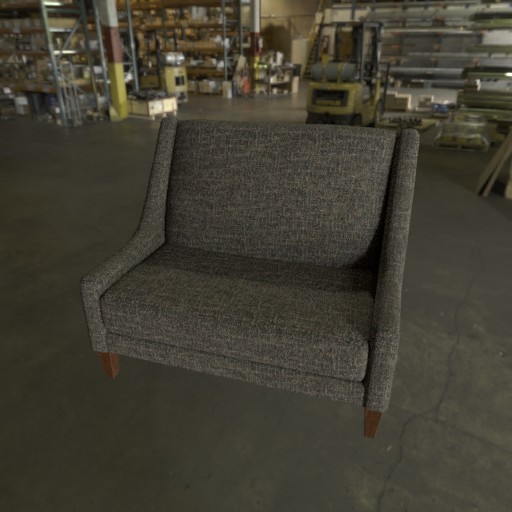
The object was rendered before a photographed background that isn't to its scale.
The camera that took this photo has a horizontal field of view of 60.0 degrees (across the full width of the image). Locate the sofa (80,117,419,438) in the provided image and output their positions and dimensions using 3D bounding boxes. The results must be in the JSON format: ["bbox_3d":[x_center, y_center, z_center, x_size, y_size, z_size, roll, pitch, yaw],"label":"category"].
[{"bbox_3d":[0.000,0.000,1.932,1.242,1.021,0.870,8,27,16],"label":"sofa"}]
